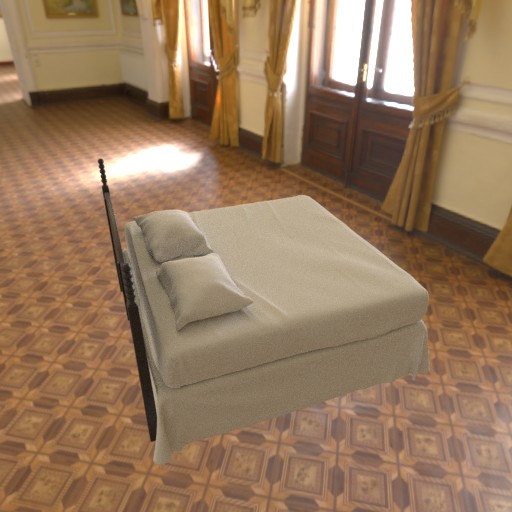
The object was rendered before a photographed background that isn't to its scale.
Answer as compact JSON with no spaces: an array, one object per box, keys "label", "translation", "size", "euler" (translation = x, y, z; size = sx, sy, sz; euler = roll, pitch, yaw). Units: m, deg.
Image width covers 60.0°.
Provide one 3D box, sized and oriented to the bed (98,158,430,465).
[{"label":"bed","translation":[0.000,0.000,3.695],"size":[2.219,1.355,2.322],"euler":[-11,32,-18]}]
